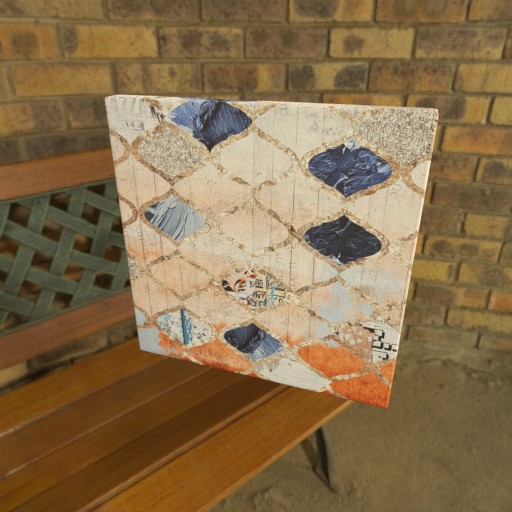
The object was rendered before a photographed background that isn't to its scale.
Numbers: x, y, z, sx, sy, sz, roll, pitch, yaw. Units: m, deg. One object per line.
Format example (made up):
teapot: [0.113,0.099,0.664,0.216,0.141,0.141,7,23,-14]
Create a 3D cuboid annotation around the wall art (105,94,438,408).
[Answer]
wall art: [0.000,0.000,0.767,0.507,0.508,0.038,9,27,17]
